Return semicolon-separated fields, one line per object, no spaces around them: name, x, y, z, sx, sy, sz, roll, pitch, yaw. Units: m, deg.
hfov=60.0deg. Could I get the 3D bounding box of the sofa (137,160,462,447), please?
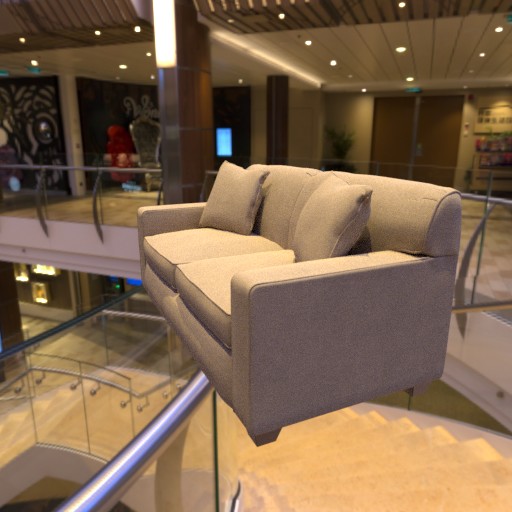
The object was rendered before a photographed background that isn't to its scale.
sofa;0.000;0.000;2.447;0.998;0.958;1.846;-7;17;-25
